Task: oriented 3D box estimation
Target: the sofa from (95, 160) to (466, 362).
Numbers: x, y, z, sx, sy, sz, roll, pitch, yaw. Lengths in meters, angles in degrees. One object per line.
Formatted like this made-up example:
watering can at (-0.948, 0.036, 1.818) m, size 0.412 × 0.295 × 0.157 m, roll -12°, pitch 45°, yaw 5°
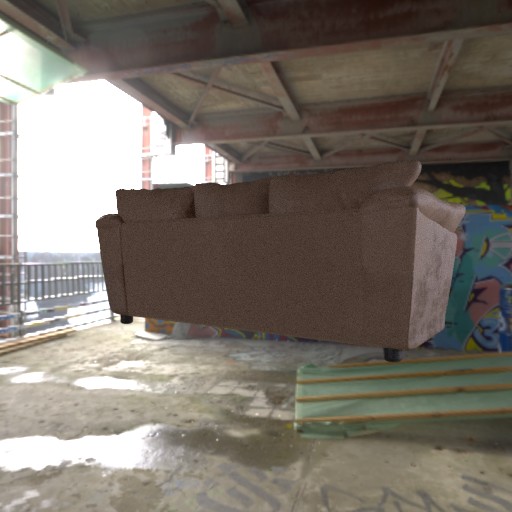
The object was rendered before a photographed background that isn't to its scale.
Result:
sofa at (0.000, 0.000, 2.874) m, size 2.377 × 0.981 × 0.893 m, roll 0°, pitch 1°, yaw 35°
